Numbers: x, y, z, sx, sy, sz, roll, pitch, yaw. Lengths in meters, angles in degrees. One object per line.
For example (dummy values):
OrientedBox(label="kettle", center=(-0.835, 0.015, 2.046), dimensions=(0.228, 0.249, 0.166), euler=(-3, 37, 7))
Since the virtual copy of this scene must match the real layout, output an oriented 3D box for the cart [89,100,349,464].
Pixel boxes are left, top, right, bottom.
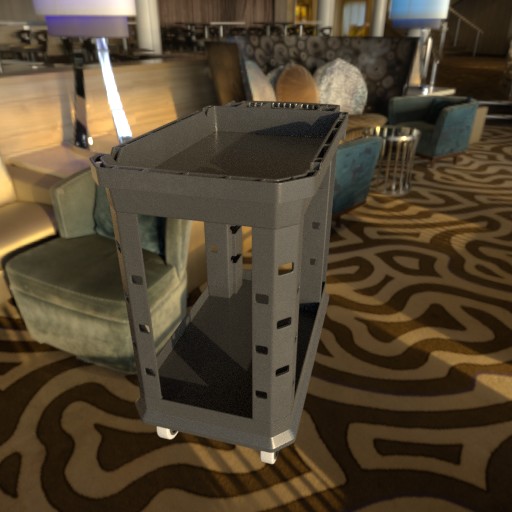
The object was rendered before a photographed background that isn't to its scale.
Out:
OrientedBox(label="cart", center=(0.000, 0.000, 1.508), dimensions=(0.497, 0.884, 1.061), euler=(7, 28, 14))
